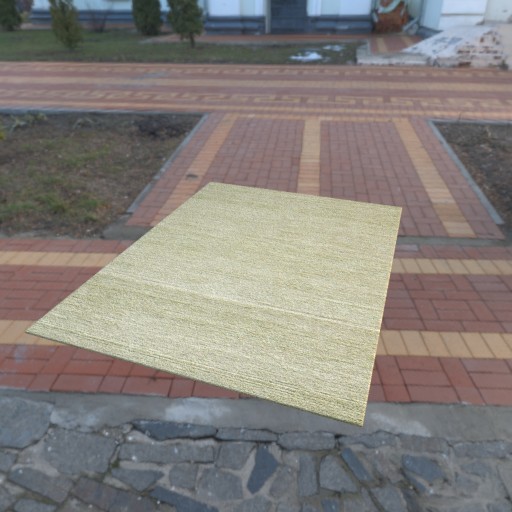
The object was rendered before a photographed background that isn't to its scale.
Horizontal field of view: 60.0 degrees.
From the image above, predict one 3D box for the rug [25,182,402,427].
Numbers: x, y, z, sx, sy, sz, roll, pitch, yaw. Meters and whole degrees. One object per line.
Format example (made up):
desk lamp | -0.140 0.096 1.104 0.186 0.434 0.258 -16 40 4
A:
rug | 0.000 0.000 4.157 2.425 0.016 3.198 10 32 17
